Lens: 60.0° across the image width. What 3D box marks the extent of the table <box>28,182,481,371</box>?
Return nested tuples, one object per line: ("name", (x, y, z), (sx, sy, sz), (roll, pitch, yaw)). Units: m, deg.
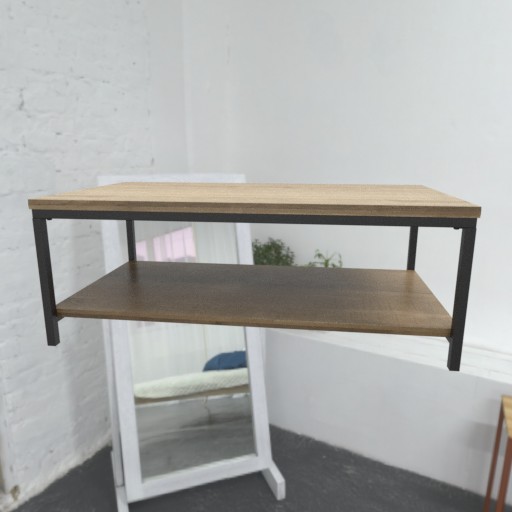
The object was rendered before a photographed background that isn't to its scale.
("table", (0.000, 0.000, 1.349), (1.062, 0.393, 0.574), (2, 14, 7))
